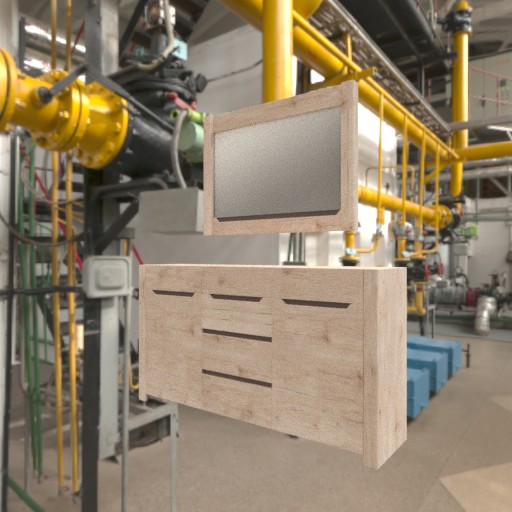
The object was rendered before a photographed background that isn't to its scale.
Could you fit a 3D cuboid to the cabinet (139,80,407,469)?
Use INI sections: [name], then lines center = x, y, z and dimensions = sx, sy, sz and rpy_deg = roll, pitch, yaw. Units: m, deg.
[cabinet]
center = 0.000, 0.000, 2.713
dimensions = 1.700, 1.981, 0.420
rpy_deg = 0, 0, 36
